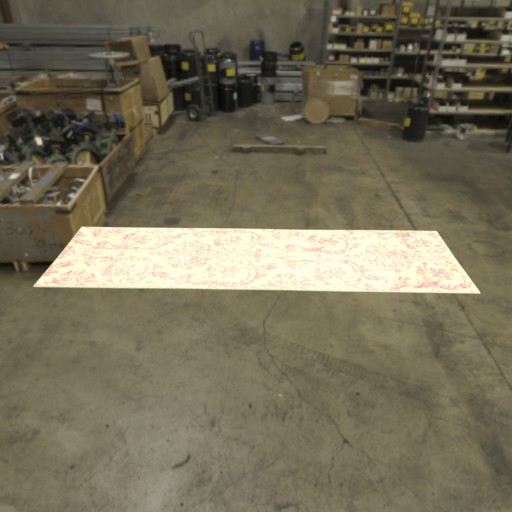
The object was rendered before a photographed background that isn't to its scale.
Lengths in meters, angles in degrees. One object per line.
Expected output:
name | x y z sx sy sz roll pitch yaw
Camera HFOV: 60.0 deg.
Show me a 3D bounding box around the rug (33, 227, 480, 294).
rug | 0.000 0.000 2.455 2.196 0.011 0.662 1 30 1
